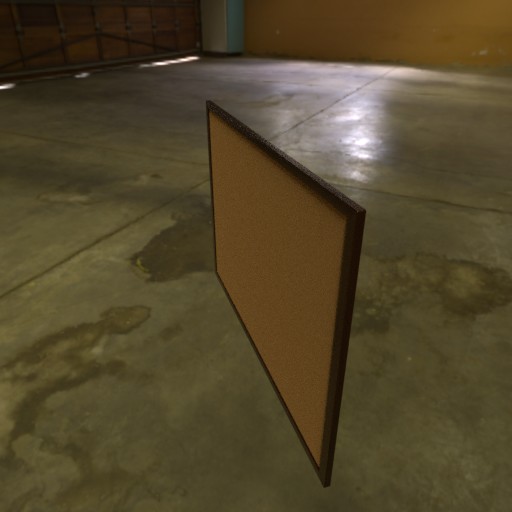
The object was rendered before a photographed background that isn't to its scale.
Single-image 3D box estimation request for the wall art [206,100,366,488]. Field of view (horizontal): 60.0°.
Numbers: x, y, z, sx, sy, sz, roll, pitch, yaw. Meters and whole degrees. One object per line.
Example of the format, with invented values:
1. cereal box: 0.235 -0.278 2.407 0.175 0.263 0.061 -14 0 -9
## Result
1. wall art: 0.000 0.000 1.029 0.014 0.559 0.816 -10 30 -17
